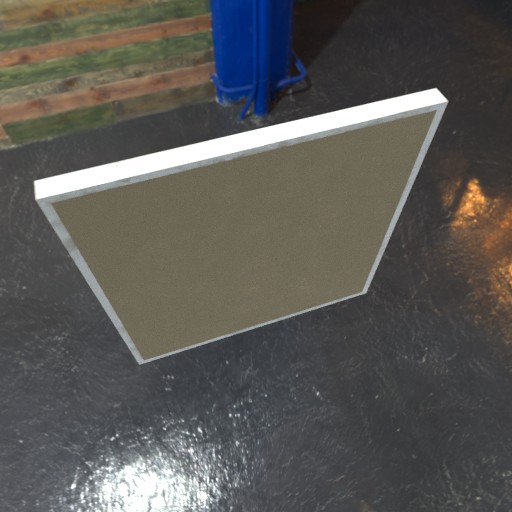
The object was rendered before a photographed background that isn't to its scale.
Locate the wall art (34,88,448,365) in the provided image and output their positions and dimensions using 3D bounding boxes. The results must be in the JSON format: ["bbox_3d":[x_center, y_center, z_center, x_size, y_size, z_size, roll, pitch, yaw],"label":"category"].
[{"bbox_3d":[0.000,0.000,0.737,0.508,0.506,0.029,-16,58,-10],"label":"wall art"}]
